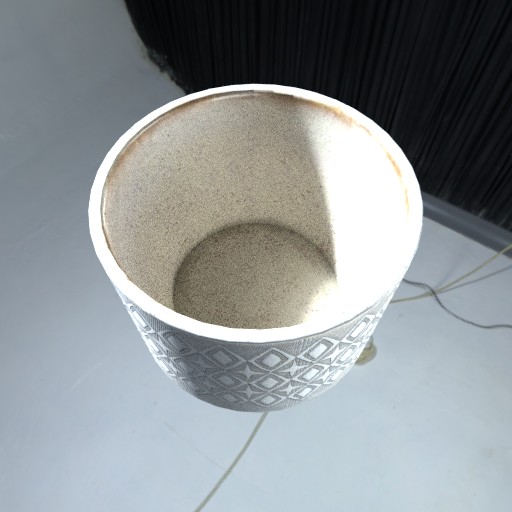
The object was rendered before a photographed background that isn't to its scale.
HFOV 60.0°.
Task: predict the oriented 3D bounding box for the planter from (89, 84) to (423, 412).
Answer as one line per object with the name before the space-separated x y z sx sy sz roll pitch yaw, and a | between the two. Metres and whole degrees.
planter | 0.000 0.000 0.311 0.186 0.144 0.186 0 57 0
